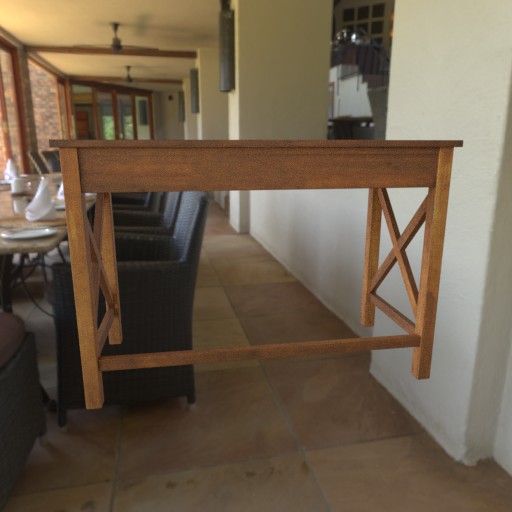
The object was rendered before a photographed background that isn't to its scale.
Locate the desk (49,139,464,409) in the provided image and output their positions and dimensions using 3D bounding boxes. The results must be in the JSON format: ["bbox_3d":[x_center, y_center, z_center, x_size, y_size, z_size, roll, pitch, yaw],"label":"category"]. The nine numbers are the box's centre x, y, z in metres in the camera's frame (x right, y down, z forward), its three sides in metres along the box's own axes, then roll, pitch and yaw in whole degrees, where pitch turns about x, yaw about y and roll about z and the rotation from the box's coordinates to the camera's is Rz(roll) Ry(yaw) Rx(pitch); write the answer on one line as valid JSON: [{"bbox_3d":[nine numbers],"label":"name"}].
[{"bbox_3d":[0.000,0.000,1.513,1.117,0.762,0.508,-2,14,-9],"label":"desk"}]
